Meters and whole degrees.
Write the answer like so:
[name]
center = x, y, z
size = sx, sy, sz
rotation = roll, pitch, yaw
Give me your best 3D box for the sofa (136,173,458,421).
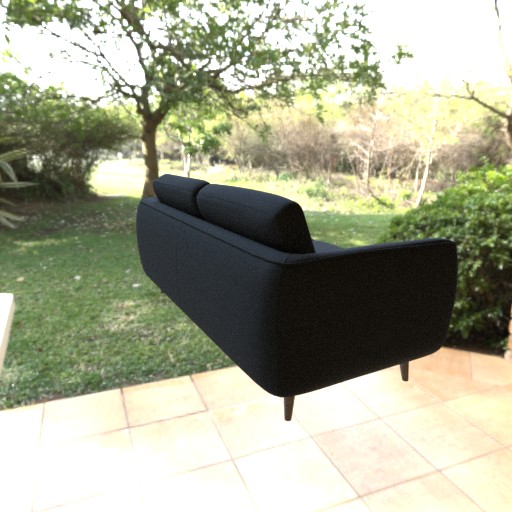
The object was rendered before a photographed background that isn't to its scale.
[sofa]
center = 0.000, 0.000, 2.477
size = 0.920, 0.850, 2.000
rotation = -8, 16, -27
